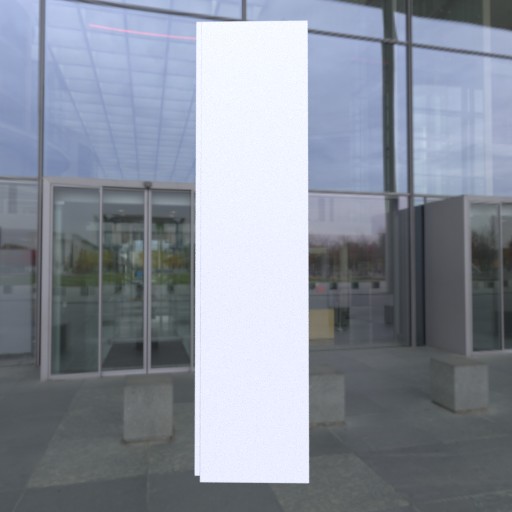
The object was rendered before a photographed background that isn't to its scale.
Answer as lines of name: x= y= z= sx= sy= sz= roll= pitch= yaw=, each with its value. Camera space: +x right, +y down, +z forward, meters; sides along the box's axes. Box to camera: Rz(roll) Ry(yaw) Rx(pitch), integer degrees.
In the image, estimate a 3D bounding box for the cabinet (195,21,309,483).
cabinet: x=0.000 y=0.000 z=3.624 sx=0.590 sy=2.370 sz=2.700 roll=0 pitch=-2 yaw=1
